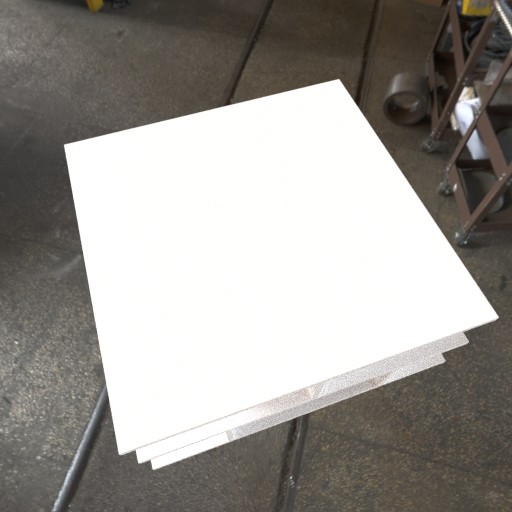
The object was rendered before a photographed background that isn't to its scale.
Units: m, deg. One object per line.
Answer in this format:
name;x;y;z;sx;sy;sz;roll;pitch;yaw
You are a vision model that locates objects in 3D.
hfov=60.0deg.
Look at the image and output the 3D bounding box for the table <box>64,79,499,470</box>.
table;0.000;0.000;1.046;0.700;0.289;0.700;-17;61;-10
